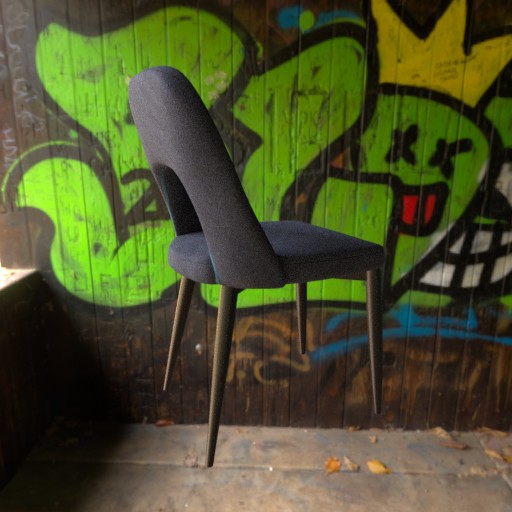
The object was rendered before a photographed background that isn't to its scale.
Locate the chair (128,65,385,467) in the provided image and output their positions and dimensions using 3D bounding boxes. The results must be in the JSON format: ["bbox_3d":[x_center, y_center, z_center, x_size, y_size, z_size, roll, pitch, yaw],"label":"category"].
[{"bbox_3d":[0.000,0.000,1.239,0.612,0.931,0.470,-7,16,-25],"label":"chair"}]
